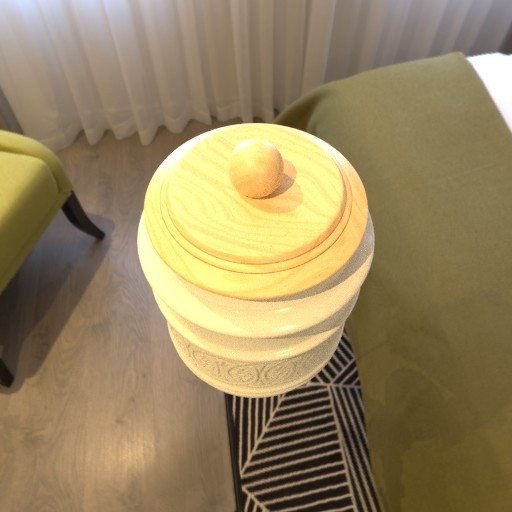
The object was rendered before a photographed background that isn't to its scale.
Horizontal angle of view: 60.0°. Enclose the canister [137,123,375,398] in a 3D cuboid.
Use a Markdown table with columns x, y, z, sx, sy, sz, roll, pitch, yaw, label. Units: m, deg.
| x | y | z | sx | sy | sz | roll | pitch | yaw | label |
| --- | --- | --- | --- | --- | --- | --- | --- | --- | --- |
| 0.000 | 0.000 | 0.269 | 0.130 | 0.176 | 0.130 | 0 | 57 | 0 | canister |
